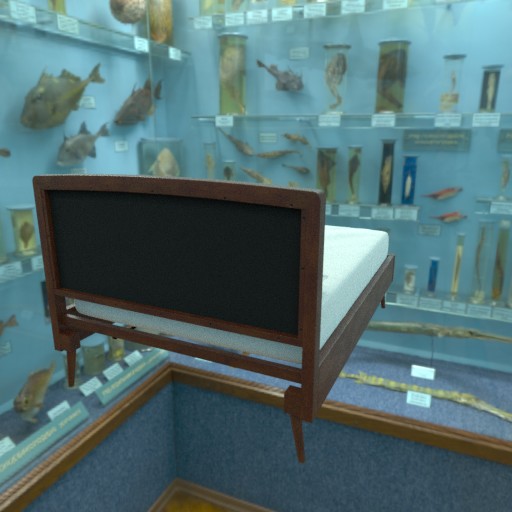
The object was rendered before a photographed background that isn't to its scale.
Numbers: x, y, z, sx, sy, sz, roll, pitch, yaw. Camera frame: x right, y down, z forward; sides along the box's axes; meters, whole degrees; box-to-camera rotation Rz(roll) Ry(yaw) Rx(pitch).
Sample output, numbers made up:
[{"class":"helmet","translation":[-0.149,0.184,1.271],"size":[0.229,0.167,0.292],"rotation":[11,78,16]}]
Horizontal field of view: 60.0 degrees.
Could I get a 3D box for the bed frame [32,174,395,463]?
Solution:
[{"class":"bed frame","translation":[0.000,0.000,3.111],"size":[1.587,1.279,2.171],"rotation":[7,17,25]}]
